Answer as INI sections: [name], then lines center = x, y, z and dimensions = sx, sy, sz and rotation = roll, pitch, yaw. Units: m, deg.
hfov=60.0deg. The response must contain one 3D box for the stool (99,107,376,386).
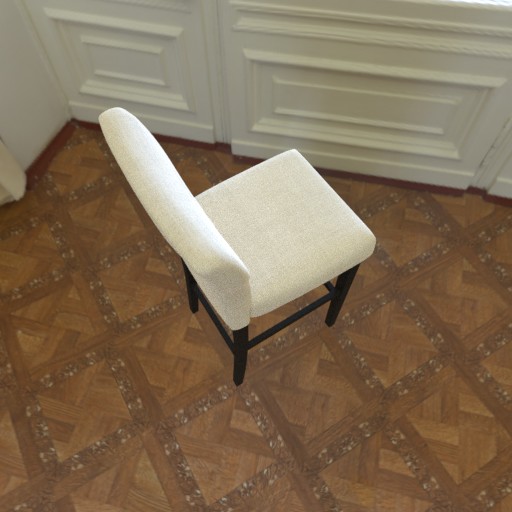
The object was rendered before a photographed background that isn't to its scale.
[stool]
center = 0.000, 0.000, 1.479
dimensions = 0.603, 1.124, 0.516
rotation = -28, 64, -16
